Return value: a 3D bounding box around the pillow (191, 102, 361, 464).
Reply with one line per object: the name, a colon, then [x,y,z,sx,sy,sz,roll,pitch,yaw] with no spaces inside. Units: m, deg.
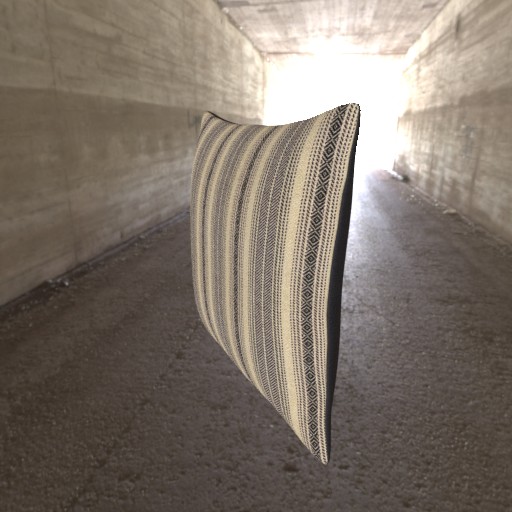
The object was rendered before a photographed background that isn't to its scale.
pillow: [0.000,0.000,0.801,0.166,0.508,0.520,-8,18,-25]
